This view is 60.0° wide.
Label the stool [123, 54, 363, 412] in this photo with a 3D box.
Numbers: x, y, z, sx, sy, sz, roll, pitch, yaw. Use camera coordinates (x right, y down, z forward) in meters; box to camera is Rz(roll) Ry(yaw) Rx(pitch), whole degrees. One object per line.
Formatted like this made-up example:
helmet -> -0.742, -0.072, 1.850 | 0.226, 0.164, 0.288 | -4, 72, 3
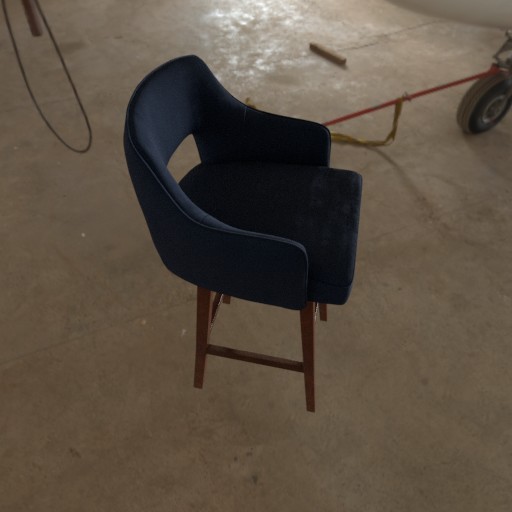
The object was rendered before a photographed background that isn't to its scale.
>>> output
stool -> 0.000, 0.000, 1.349 | 0.560, 1.041, 0.550 | 9, 47, 9
